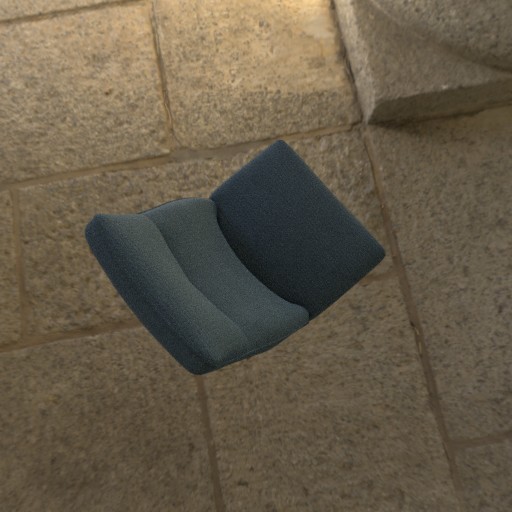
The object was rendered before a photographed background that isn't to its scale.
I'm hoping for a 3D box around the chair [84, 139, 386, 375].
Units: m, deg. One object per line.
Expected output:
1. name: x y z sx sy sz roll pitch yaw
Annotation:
1. chair: 0.000 0.000 1.298 0.620 0.930 0.500 -39 80 -8
